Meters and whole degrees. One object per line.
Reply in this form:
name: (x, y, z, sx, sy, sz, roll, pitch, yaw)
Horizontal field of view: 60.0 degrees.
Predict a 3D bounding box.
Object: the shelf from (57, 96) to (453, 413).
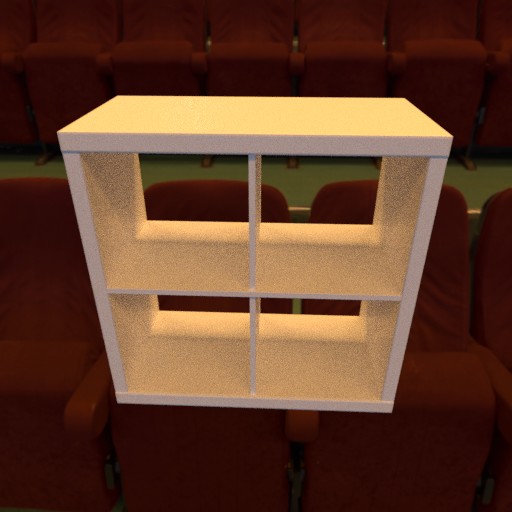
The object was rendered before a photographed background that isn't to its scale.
shelf: (0.000, 0.000, 1.248, 0.790, 0.786, 0.390, 1, 30, 2)
